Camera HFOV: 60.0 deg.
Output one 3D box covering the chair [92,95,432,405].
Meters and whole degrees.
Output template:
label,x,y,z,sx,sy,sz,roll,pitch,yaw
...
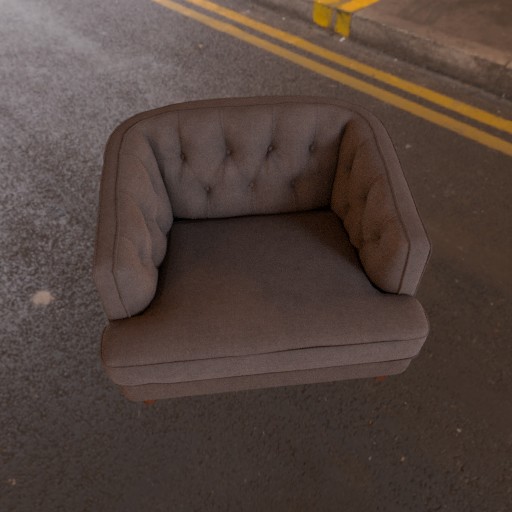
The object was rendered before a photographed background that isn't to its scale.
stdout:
label,x,y,z,sx,sy,sz,roll,pitch,yaw
chair,0.000,0.000,1.742,1.104,0.852,0.941,-5,48,-4
